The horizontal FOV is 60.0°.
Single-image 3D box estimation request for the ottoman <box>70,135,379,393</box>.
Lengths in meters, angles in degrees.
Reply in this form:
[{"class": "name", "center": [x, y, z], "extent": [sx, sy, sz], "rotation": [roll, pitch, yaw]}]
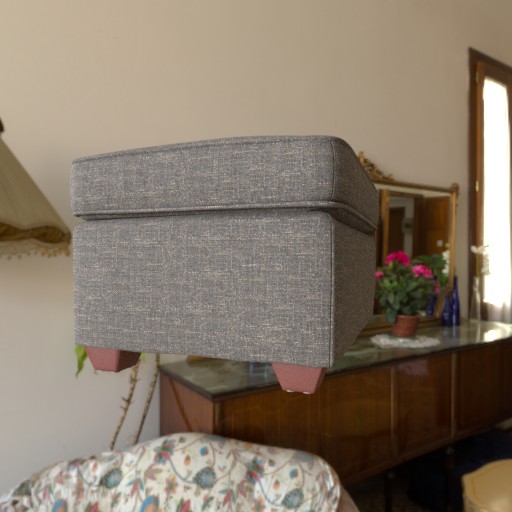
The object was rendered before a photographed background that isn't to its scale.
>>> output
[{"class": "ottoman", "center": [0.000, 0.000, 1.099], "extent": [0.549, 0.450, 0.749], "rotation": [0, 0, 20]}]
